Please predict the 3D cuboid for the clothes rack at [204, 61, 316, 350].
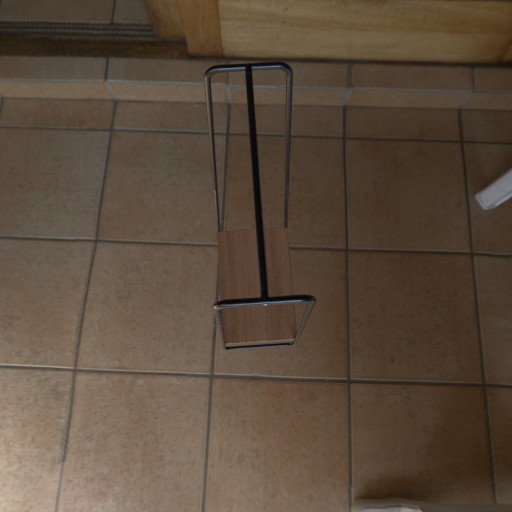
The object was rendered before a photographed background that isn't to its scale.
[{"bbox_3d":[0.000,0.000,1.791,0.400,1.500,0.640,-4,75,-1],"label":"clothes rack"}]
